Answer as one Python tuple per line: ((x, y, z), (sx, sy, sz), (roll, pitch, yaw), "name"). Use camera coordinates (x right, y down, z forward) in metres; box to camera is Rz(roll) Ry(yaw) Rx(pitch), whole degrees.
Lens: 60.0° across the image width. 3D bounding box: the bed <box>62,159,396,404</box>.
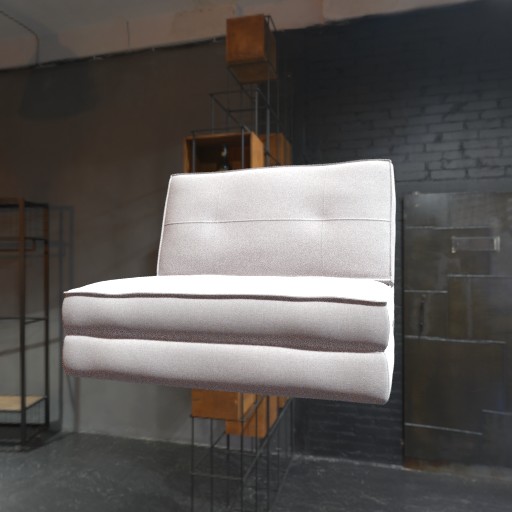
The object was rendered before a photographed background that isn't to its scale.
((0.000, 0.000, 1.322), (0.799, 0.614, 0.749), (0, -1, 17), "bed")
